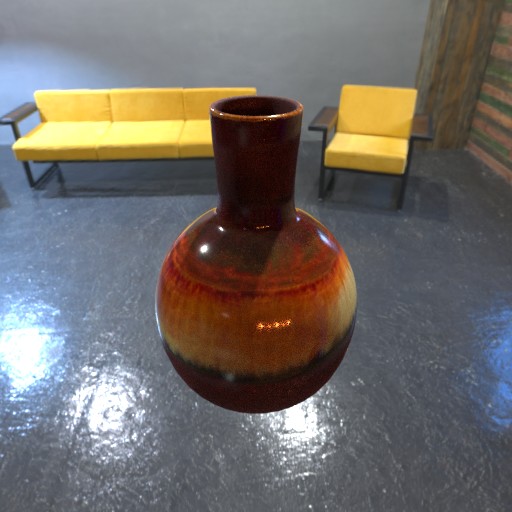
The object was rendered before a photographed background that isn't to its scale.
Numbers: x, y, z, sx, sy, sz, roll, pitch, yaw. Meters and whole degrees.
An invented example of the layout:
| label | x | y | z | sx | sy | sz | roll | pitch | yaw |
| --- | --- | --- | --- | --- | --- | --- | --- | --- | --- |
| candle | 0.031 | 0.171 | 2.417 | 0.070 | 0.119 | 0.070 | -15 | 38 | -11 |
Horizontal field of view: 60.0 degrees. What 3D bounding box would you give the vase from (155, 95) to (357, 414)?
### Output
| label | x | y | z | sx | sy | sz | roll | pitch | yaw |
| --- | --- | --- | --- | --- | --- | --- | --- | --- | --- |
| vase | 0.000 | 0.000 | 0.233 | 0.111 | 0.154 | 0.111 | 0 | 32 | 0 |
